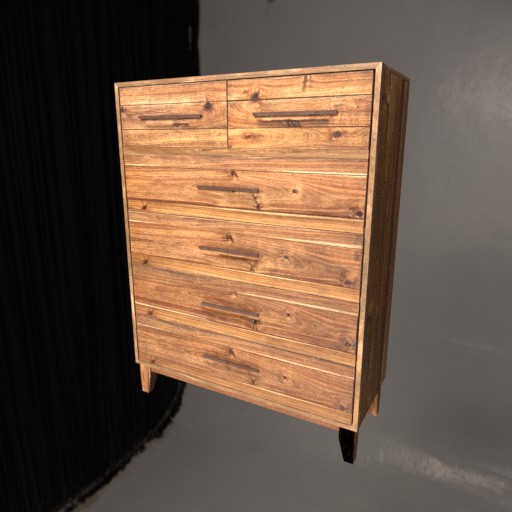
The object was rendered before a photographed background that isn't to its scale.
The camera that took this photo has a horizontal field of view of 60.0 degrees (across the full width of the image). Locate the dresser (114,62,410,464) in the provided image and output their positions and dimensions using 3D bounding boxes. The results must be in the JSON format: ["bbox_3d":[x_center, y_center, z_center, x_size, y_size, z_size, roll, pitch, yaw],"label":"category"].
[{"bbox_3d":[0.000,0.000,1.882,1.062,1.393,0.442,8,17,28],"label":"dresser"}]
